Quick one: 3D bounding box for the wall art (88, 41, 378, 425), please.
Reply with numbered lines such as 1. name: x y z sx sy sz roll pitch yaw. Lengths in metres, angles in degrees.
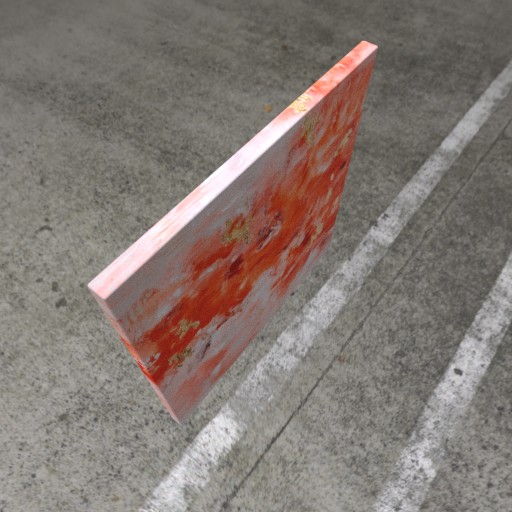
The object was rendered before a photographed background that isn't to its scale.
1. wall art: 0.000 0.000 1.078 0.064 0.746 0.747 33 63 20
